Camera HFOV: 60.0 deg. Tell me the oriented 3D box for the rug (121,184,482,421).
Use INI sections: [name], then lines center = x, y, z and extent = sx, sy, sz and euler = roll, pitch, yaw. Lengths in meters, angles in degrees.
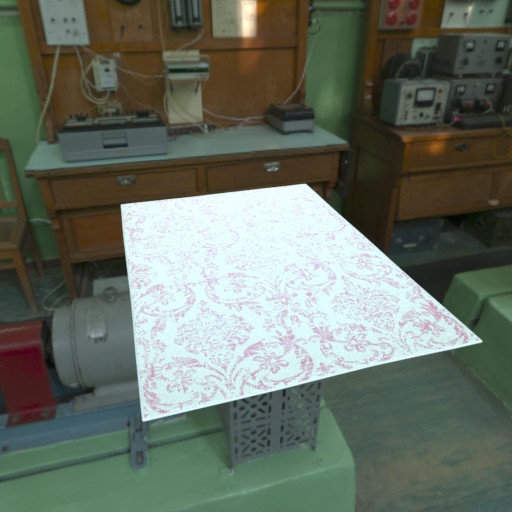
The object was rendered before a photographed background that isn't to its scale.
[rug]
center = 0.000, 0.000, 2.832
extent = 1.598, 0.014, 2.202
euler = -9, 31, -15
